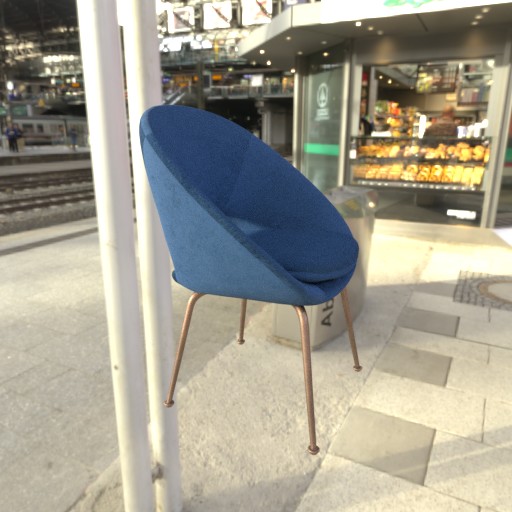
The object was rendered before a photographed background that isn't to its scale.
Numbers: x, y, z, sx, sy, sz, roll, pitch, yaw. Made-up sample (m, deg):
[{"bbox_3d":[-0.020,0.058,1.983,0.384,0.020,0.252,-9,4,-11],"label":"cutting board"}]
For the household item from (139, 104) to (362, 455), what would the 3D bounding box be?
[{"bbox_3d":[0.000,0.000,1.300,0.573,0.852,0.623,8,17,25],"label":"household item"}]
